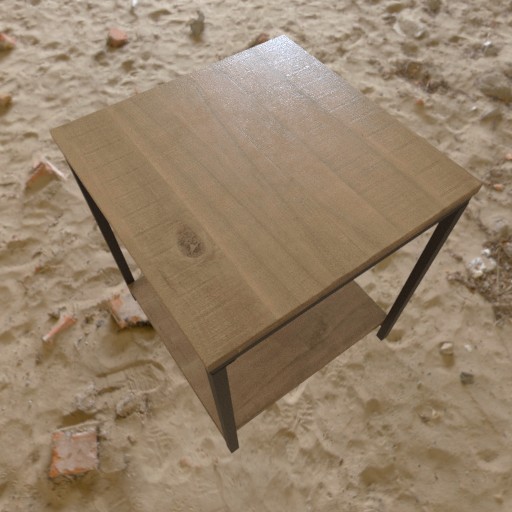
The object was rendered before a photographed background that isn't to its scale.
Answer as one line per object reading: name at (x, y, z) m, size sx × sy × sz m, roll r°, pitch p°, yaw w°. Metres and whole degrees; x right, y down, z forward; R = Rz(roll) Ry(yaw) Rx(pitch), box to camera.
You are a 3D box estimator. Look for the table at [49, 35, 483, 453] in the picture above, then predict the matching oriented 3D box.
table at (0.000, 0.000, 0.964) m, size 0.503 × 0.589 × 0.507 m, roll -31°, pitch 62°, yaw -19°
